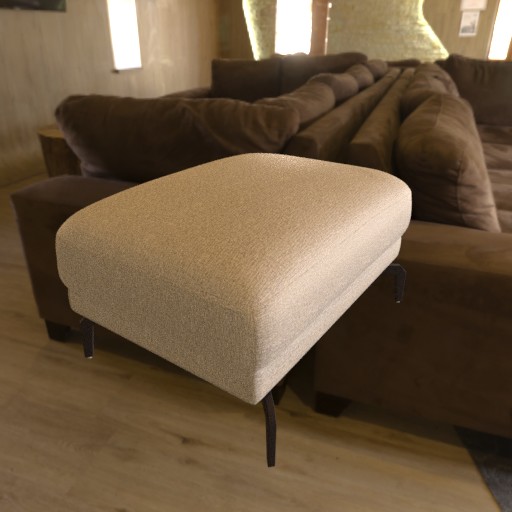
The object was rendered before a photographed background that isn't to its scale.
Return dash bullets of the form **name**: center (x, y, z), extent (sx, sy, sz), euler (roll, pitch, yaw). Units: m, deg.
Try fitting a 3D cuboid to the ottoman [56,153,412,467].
- **ottoman**: center (0.000, 0.000, 1.110), extent (0.568, 0.420, 0.772), euler (17, 31, 31)
